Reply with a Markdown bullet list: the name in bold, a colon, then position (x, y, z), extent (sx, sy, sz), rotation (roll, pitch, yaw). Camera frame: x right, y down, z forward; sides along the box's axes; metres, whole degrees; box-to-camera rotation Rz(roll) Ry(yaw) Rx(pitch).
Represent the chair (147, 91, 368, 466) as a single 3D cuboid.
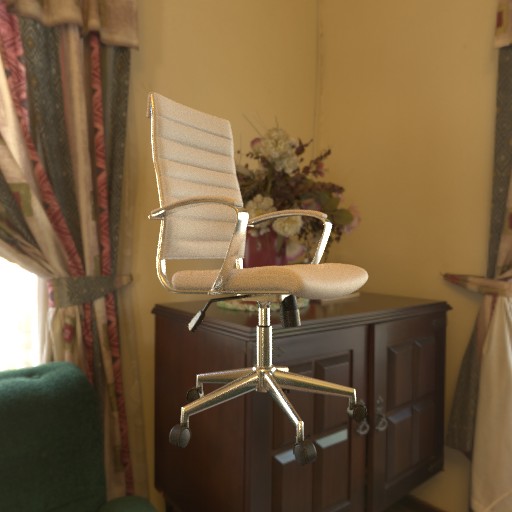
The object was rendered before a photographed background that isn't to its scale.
- **chair**: position (0.000, 0.000, 1.556), extent (0.667, 1.149, 0.679), rotation (0, 1, 35)
